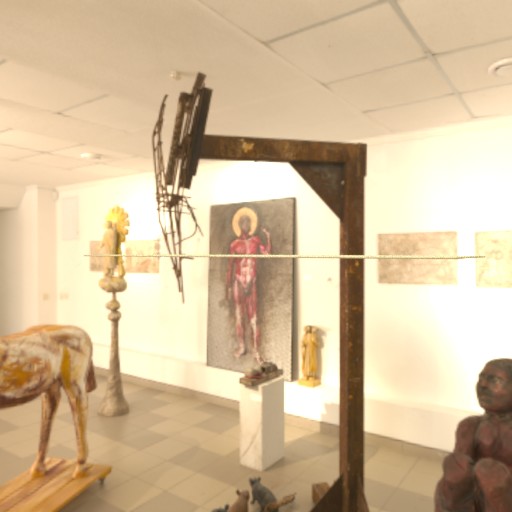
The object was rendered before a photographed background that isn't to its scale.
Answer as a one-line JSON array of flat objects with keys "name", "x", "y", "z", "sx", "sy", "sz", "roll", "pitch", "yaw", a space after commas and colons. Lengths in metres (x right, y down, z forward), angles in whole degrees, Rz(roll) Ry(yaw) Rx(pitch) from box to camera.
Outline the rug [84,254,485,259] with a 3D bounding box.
[{"name": "rug", "x": 0.000, "y": 0.000, "z": 2.730, "sx": 2.435, "sy": 0.009, "sz": 0.750, "roll": 0, "pitch": 1, "yaw": 35}]
